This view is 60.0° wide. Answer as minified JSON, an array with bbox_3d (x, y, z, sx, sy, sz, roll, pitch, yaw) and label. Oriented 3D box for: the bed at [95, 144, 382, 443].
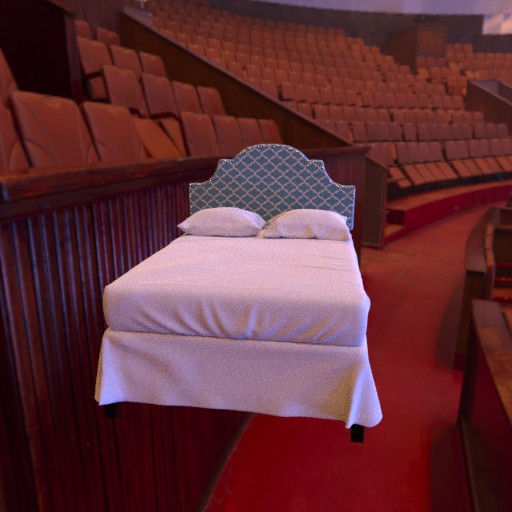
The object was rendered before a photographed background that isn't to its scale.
[{"bbox_3d":[0.000,0.000,3.394,1.780,1.633,2.222,2,15,8],"label":"bed"}]
